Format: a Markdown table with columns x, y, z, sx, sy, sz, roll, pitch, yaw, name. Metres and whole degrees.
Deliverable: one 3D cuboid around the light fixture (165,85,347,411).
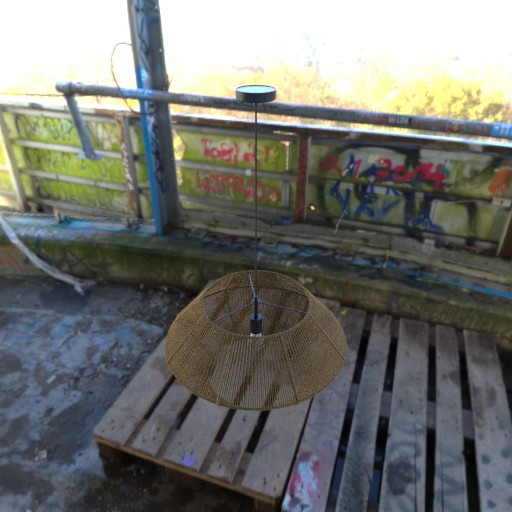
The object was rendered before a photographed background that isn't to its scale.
| x | y | z | sx | sy | sz | roll | pitch | yaw | name |
| --- | --- | --- | --- | --- | --- | --- | --- | --- | --- |
| 0.000 | 0.000 | 1.404 | 0.643 | 1.009 | 0.643 | 0 | 31 | 0 | light fixture |
